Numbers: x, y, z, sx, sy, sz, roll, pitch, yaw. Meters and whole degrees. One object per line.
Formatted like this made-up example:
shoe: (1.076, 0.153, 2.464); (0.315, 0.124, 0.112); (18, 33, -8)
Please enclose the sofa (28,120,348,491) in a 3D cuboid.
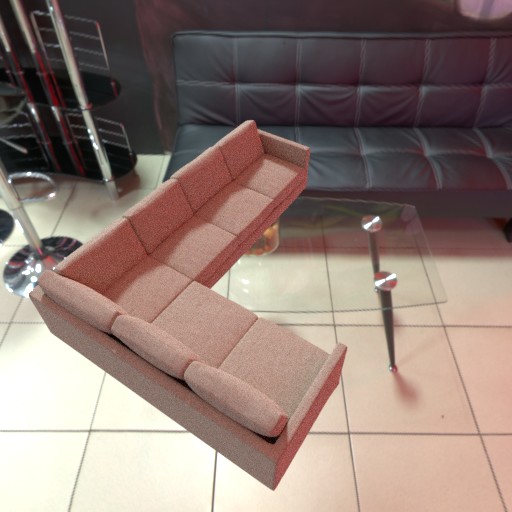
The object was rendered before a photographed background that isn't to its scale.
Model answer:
sofa: (0.000, 0.000, 4.249); (2.432, 0.863, 3.182); (26, 52, 22)
